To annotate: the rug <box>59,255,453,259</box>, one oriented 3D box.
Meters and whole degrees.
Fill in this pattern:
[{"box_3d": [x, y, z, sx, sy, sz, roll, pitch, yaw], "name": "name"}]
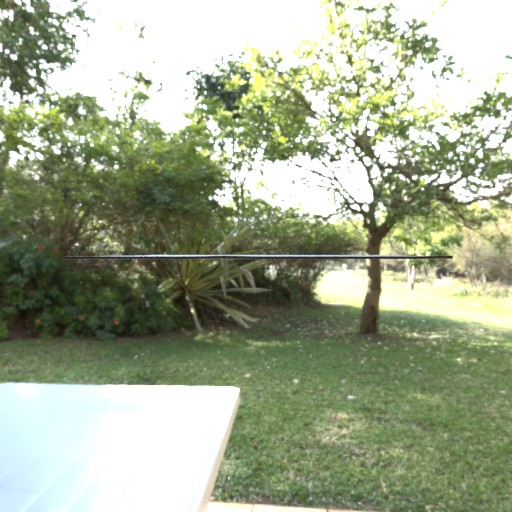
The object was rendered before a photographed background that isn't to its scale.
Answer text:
[{"box_3d": [0.000, 0.000, 2.283, 1.231, 0.012, 1.835, 0, 0, 0], "name": "rug"}]
